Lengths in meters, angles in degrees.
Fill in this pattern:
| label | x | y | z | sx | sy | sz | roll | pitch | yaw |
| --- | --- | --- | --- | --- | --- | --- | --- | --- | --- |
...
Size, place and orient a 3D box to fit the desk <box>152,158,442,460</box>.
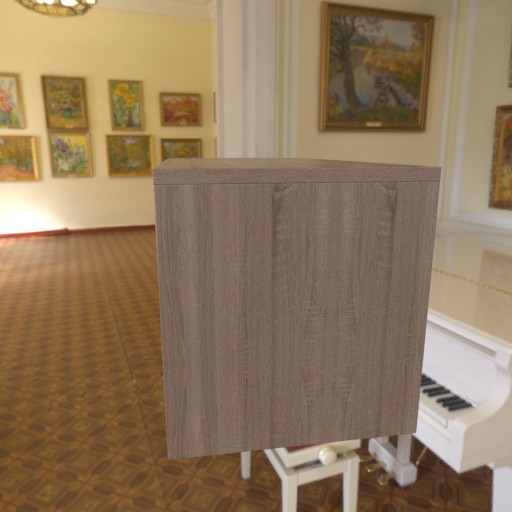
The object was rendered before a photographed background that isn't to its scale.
| label | x | y | z | sx | sy | sz | roll | pitch | yaw |
| --- | --- | --- | --- | --- | --- | --- | --- | --- | --- |
| desk | 0.000 | 0.000 | 1.775 | 0.690 | 0.745 | 1.380 | -2 | 14 | -9 |
